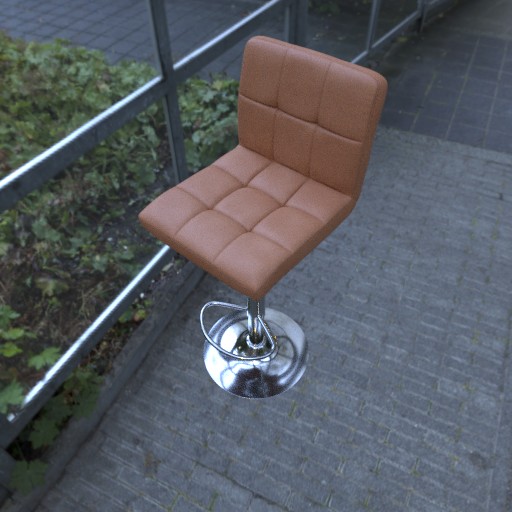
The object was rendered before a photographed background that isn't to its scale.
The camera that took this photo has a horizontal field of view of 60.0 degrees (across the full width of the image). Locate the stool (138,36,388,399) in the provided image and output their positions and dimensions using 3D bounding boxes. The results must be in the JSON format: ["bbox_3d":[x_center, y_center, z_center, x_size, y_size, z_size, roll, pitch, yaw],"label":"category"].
[{"bbox_3d":[0.000,0.000,1.389,0.430,1.115,0.505,31,54,26],"label":"stool"}]
